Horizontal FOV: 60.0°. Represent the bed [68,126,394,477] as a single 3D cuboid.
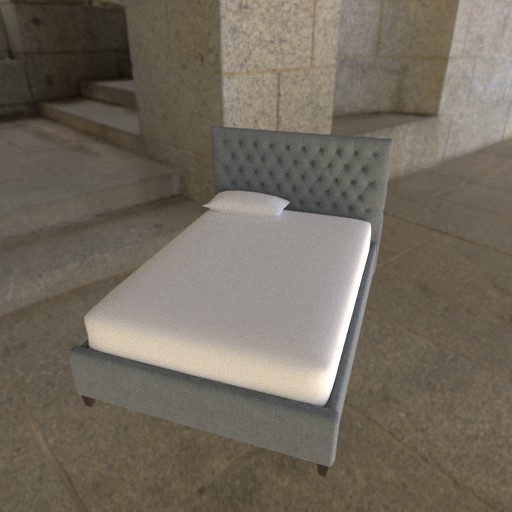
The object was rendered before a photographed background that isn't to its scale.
[{"bbox_3d":[0.000,0.000,3.364,1.698,1.411,2.335,9,29,17],"label":"bed"}]
